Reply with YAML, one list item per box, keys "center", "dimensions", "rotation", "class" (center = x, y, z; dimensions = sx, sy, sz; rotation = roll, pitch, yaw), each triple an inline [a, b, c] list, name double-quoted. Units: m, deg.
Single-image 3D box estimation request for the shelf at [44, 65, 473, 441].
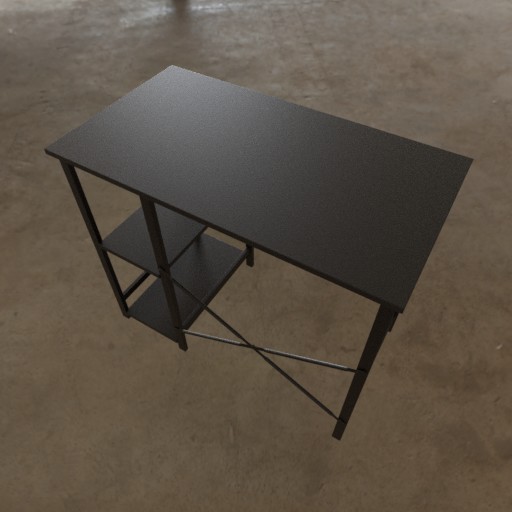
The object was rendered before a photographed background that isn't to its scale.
- center: [0.000, 0.000, 1.344]
  dimensions: [0.902, 0.749, 0.498]
  rotation: [25, 54, 20]
  class: "shelf"
